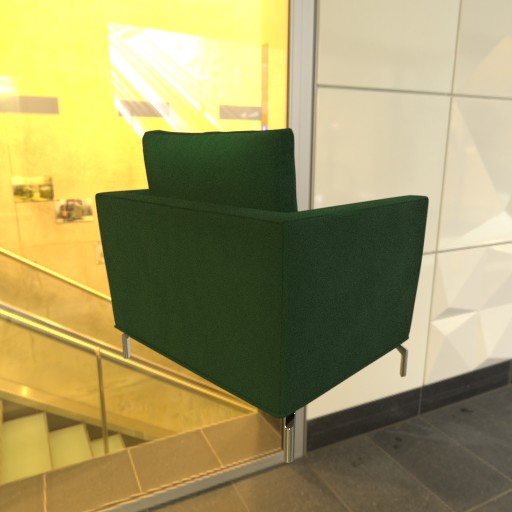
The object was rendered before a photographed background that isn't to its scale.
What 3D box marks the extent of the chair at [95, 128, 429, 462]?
[{"bbox_3d":[0.000,0.000,1.808,1.047,0.997,0.852,13,19,43],"label":"chair"}]
